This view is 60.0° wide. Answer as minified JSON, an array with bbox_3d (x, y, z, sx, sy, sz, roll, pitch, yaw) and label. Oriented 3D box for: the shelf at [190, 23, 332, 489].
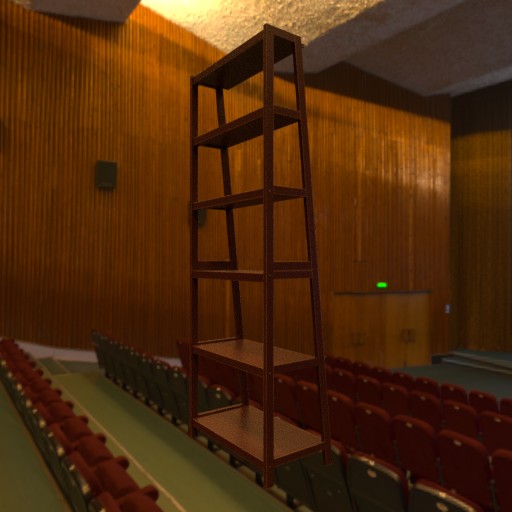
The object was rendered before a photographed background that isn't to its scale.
[{"bbox_3d":[0.000,0.000,2.174,0.381,1.892,0.660,0,-1,-36],"label":"shelf"}]
